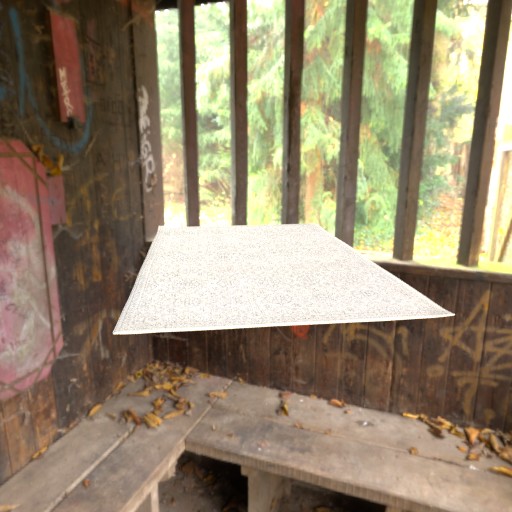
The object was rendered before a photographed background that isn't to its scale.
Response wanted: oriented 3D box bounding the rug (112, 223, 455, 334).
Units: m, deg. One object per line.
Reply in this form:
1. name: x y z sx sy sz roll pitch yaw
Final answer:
1. rug: 0.000 0.000 2.469 1.214 0.023 1.947 -2 14 -7
